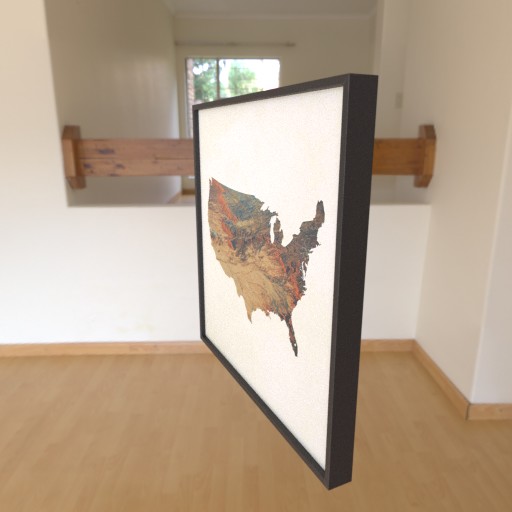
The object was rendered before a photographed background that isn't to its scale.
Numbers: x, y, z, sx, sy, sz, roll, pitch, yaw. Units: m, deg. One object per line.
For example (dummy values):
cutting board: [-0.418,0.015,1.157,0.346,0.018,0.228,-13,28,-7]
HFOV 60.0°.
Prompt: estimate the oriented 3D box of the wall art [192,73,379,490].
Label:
wall art: [0.000,0.000,0.739,0.038,0.507,0.507,-7,17,-25]
